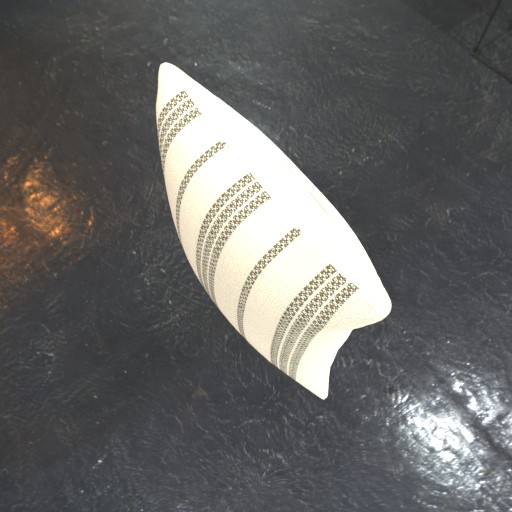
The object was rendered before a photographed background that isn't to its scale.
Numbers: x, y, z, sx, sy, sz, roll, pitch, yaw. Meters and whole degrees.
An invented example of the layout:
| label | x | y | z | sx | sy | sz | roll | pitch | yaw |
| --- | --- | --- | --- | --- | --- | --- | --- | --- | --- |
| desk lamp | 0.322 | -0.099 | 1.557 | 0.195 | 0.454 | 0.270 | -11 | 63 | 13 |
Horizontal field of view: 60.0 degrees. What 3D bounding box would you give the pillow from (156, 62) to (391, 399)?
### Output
| label | x | y | z | sx | sy | sz | roll | pitch | yaw |
| --- | --- | --- | --- | --- | --- | --- | --- | --- | --- |
| pillow | 0.000 | 0.000 | 0.645 | 0.173 | 0.406 | 0.405 | -32 | 67 | -16 |
